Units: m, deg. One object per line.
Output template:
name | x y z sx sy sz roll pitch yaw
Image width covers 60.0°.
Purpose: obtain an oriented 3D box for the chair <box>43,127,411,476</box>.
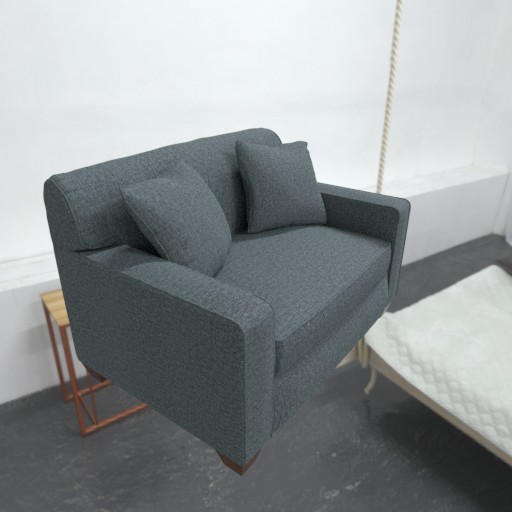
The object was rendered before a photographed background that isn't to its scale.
chair | 0.000 0.000 2.036 1.000 0.948 1.383 18 31 32
